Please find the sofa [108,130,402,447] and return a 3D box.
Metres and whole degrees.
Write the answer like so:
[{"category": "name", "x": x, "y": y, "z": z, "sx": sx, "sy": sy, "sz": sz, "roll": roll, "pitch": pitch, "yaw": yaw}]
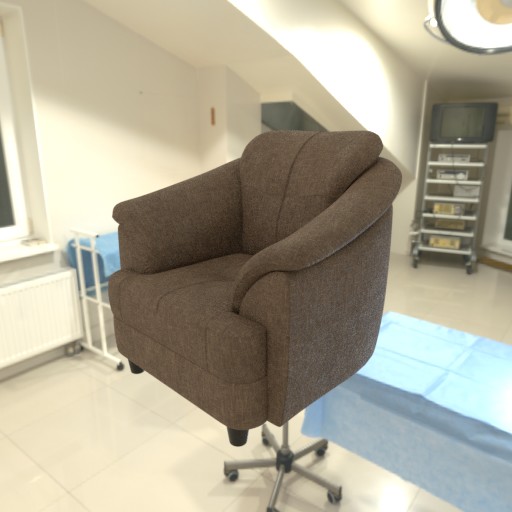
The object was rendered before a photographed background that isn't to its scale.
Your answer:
[{"category": "sofa", "x": 0.000, "y": 0.000, "z": 1.491, "sx": 0.870, "sy": 0.811, "sz": 0.794, "roll": 15, "pitch": 22, "yaw": 43}]
